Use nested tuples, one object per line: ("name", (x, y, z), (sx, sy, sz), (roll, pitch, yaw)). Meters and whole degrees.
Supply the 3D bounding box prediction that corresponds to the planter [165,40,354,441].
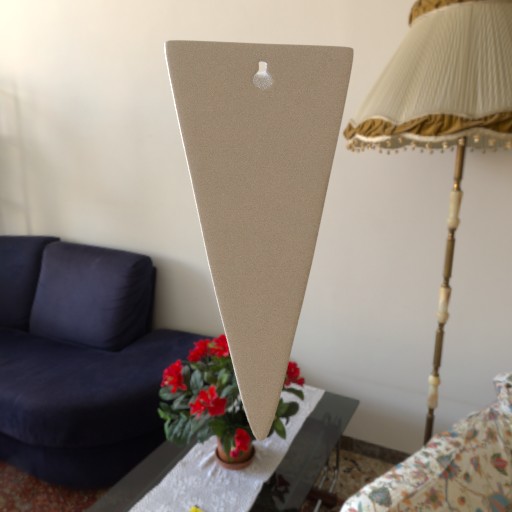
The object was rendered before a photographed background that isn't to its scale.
("planter", (0.000, 0.000, 0.396), (0.143, 0.338, 0.065), (-2, 14, -9))
